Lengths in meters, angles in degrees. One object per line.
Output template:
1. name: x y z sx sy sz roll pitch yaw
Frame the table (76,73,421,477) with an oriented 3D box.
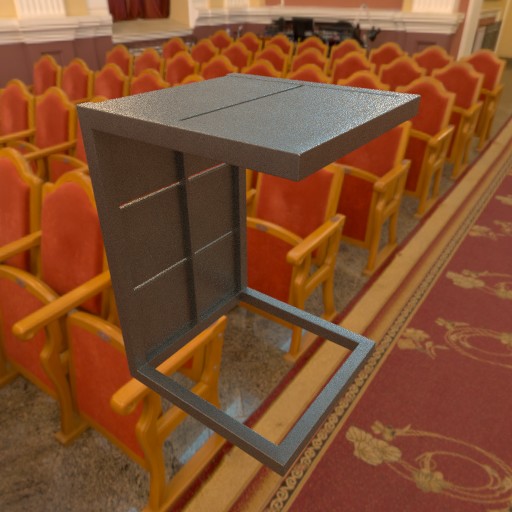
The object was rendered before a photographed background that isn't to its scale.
1. table: 0.000 0.000 0.898 0.420 0.609 0.405 21 37 31
